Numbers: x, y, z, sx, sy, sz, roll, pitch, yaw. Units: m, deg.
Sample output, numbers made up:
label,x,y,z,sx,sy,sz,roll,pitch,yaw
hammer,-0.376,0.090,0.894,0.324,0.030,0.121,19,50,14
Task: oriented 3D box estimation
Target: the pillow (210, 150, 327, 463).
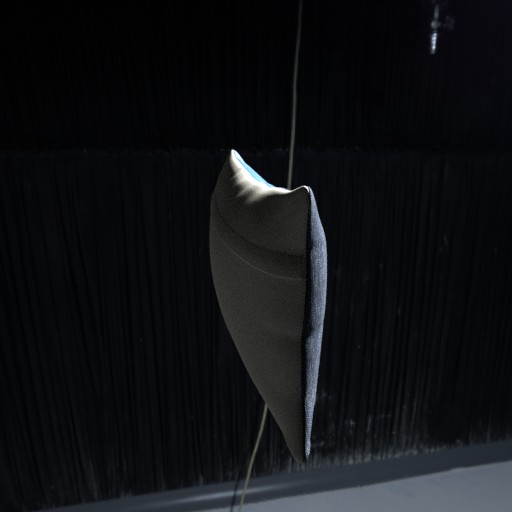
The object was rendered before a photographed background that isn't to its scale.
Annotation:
label,x,y,z,sx,sy,sz,roll,pitch,yaw
pillow,0.000,0.000,0.722,0.148,0.307,0.604,-3,17,-9
